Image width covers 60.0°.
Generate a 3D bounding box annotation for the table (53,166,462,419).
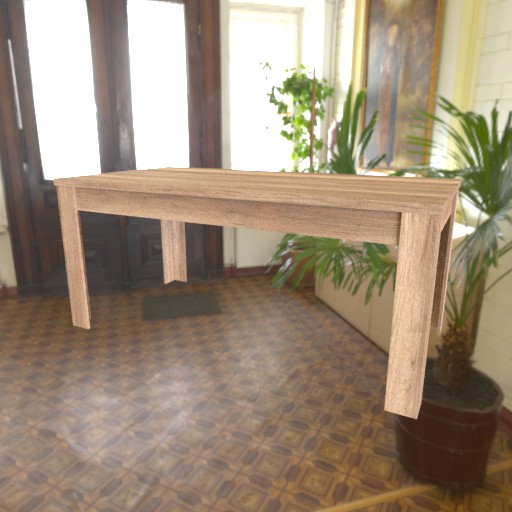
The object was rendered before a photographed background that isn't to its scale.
[{"bbox_3d":[0.000,0.000,2.289,1.800,0.790,0.900,8,17,26],"label":"table"}]
